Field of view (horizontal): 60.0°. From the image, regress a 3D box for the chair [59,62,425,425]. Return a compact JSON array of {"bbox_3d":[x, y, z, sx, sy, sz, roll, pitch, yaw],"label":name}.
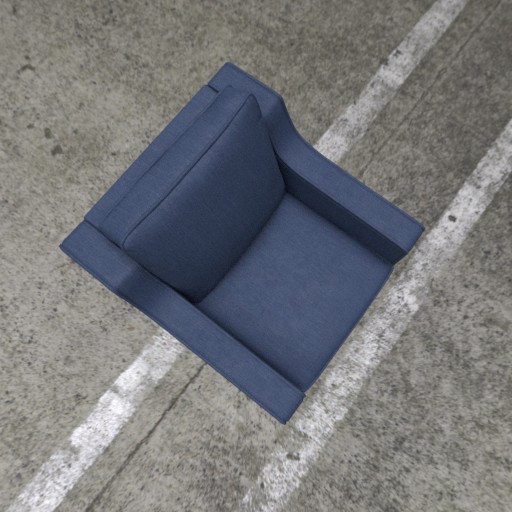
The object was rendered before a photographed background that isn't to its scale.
[{"bbox_3d":[0.000,0.000,1.695,0.909,0.960,0.831,37,79,8],"label":"chair"}]
